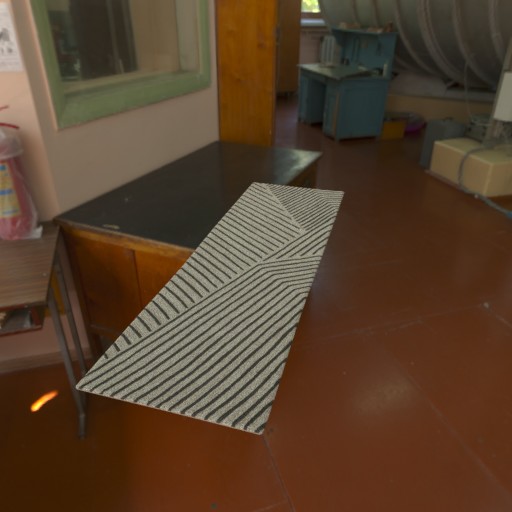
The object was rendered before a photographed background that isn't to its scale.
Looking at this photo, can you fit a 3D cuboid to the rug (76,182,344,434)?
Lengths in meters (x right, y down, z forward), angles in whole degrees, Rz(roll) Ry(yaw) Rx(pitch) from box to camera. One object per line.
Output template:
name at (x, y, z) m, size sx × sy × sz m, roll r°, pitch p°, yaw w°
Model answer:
rug at (0.000, 0.000, 2.669) m, size 0.773 × 0.020 × 2.439 m, roll 8°, pitch 30°, yaw 14°
